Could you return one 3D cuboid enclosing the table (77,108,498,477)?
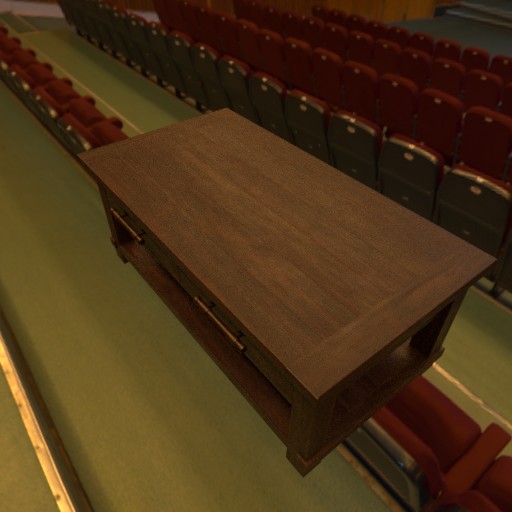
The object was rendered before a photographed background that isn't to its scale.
[{"bbox_3d":[0.000,0.000,1.579,0.700,0.494,1.270,-27,48,-28],"label":"table"}]
